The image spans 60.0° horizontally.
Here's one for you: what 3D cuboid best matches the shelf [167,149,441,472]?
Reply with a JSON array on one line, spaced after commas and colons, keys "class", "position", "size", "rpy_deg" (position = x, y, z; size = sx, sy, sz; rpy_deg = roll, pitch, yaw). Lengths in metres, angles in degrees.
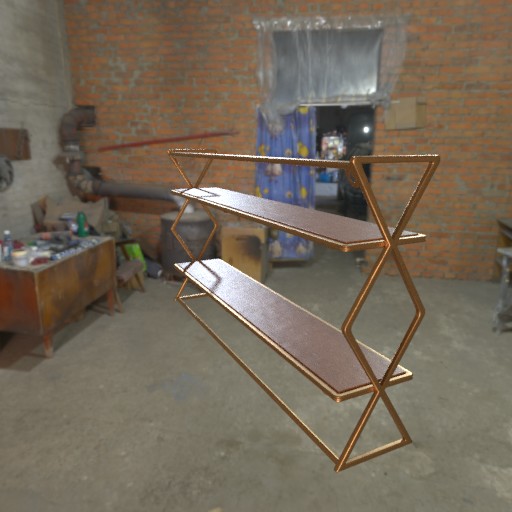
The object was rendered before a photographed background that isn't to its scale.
[{"class": "shelf", "position": [0.000, 0.000, 0.979], "size": [0.150, 0.450, 0.822], "rpy_deg": [-7, 16, -26]}]
